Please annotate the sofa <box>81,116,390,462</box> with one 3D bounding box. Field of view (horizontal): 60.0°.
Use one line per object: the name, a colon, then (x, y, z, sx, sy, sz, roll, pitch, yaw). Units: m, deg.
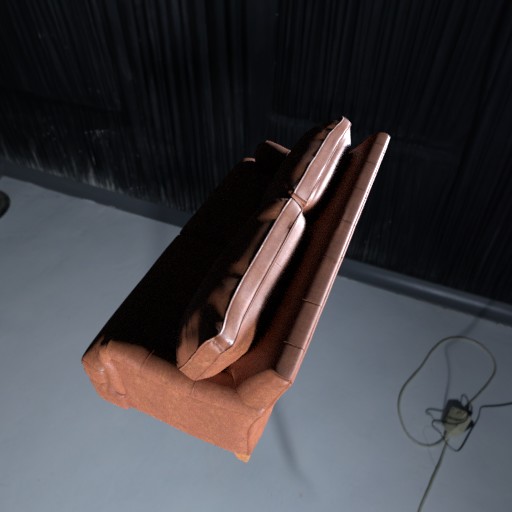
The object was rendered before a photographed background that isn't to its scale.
sofa: (0.000, 0.000, 2.811, 1.147, 1.071, 2.144, 16, 47, 16)
